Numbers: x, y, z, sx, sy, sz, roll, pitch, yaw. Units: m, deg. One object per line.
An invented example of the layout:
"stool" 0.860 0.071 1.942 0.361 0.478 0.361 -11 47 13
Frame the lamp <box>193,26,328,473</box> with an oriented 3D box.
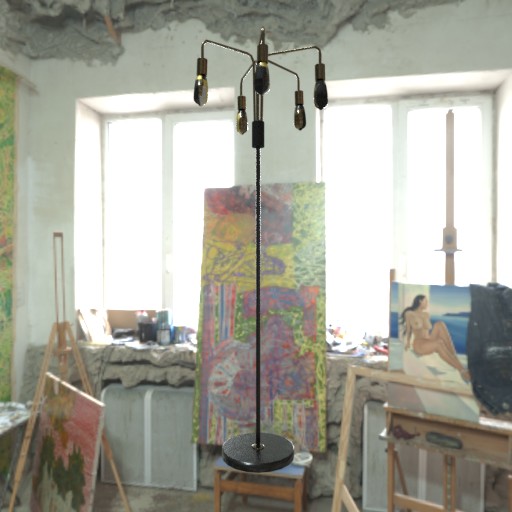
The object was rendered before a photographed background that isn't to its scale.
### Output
"lamp" 0.000 0.000 1.910 0.572 1.721 0.599 0 0 -18
